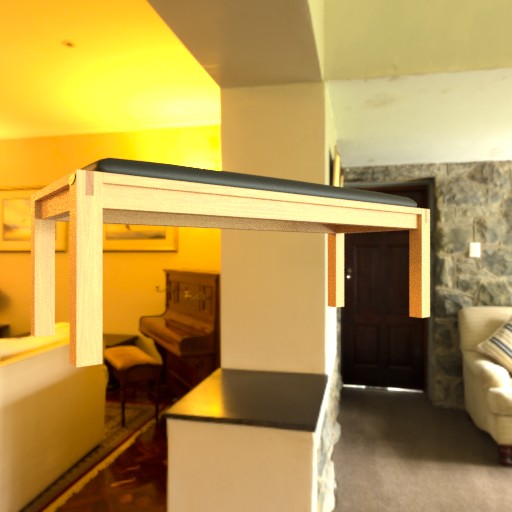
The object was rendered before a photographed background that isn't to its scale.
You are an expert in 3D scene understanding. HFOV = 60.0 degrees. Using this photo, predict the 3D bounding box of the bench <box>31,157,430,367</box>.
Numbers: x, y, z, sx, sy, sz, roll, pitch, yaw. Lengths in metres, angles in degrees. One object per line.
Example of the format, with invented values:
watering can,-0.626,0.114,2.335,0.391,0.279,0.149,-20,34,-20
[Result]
bench,0.000,0.000,1.389,1.202,0.430,0.450,0,0,-37
